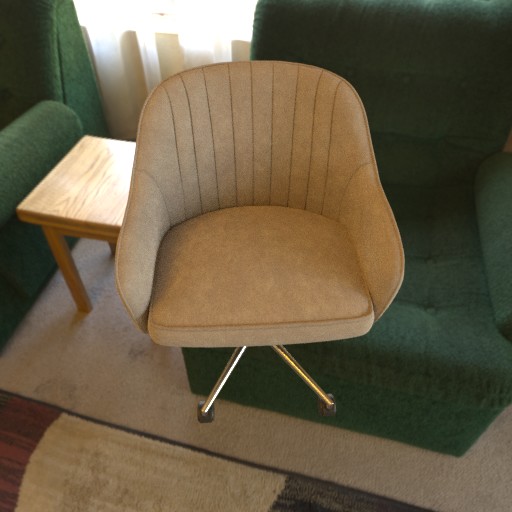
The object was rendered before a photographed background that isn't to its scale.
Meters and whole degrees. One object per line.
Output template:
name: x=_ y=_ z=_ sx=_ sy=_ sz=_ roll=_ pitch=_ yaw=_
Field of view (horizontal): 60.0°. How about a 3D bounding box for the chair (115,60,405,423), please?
chair: x=0.000 y=0.000 z=1.208 sx=0.635 sy=0.831 sz=0.573 roll=-2 pitch=46 yaw=-2
